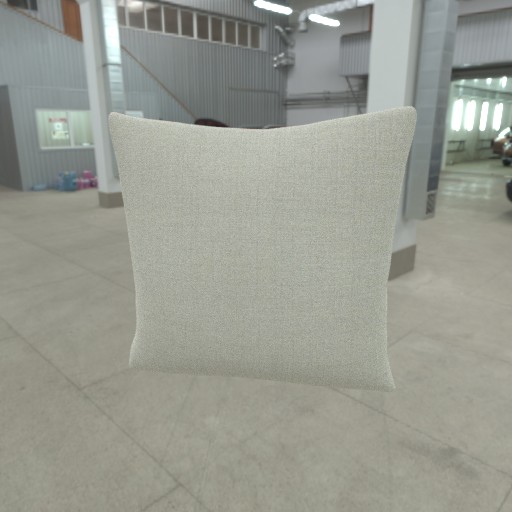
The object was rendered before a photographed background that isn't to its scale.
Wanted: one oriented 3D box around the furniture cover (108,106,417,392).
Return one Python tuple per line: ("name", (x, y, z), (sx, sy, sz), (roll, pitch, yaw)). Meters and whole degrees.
("furniture cover", (0.000, 0.000, 0.661), (0.435, 0.420, 0.145), (3, 17, 9))
